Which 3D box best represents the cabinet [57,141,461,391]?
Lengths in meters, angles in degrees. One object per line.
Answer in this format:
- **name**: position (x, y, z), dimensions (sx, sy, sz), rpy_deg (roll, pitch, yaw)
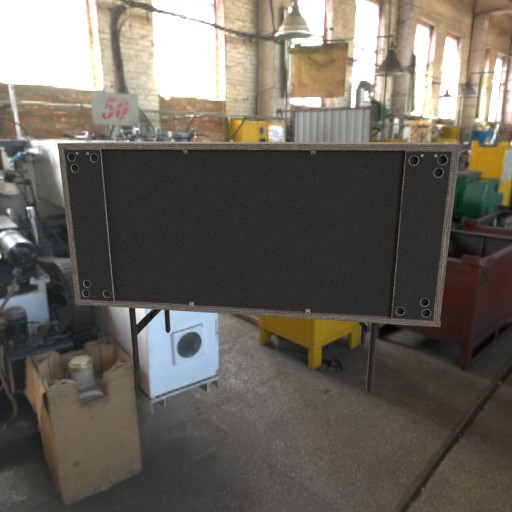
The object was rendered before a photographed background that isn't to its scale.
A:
- **cabinet**: position (0.000, 0.000, 1.588), dimensions (1.194, 0.787, 0.405), rpy_deg (2, 15, 9)
